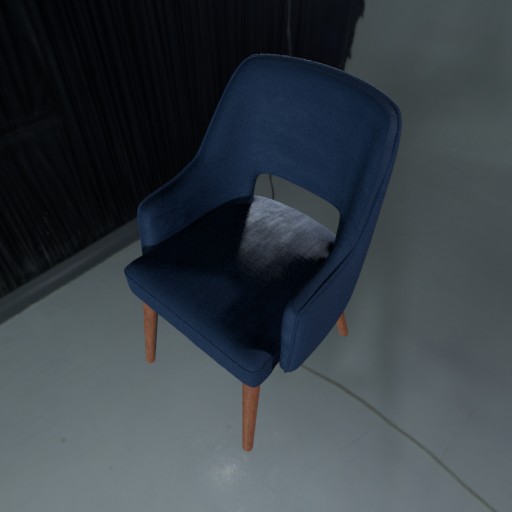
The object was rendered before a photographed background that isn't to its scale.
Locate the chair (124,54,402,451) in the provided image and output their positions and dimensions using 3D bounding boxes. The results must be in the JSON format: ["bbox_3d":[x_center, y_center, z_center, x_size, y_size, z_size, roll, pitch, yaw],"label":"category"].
[{"bbox_3d":[0.000,0.000,1.198,0.559,0.844,0.591,32,55,27],"label":"chair"}]
